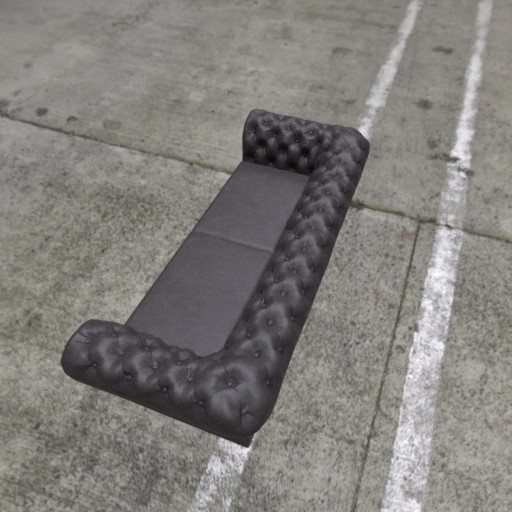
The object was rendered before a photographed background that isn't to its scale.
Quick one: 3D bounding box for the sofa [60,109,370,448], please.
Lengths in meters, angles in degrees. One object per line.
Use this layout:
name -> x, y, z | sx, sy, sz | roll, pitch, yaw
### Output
sofa -> 0.000, 0.000, 2.786 | 0.944, 0.783, 2.385 | 16, 48, 15
